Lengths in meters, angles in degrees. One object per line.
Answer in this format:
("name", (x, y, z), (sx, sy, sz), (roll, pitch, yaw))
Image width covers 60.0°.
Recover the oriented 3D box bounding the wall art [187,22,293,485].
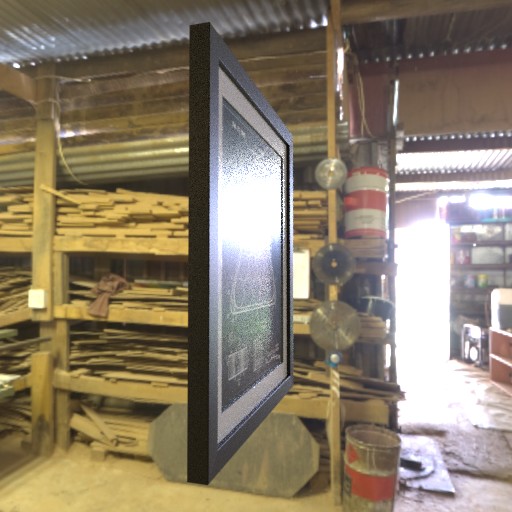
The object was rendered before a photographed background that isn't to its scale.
("wall art", (0.000, 0.000, 0.695), (0.025, 0.508, 0.432), (-1, -2, 17))
